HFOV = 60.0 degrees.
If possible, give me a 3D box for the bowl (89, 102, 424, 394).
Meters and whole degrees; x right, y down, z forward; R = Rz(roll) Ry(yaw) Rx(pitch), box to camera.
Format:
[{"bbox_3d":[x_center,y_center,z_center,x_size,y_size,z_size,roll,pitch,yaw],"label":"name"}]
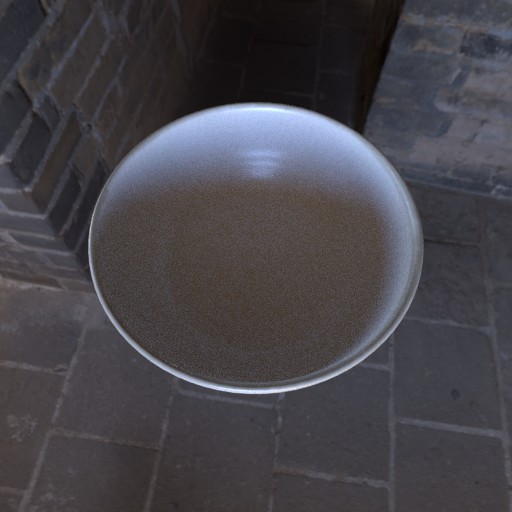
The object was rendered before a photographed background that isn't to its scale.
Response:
[{"bbox_3d":[0.000,0.000,0.411,0.268,0.121,0.268,0,63,0],"label":"bowl"}]
